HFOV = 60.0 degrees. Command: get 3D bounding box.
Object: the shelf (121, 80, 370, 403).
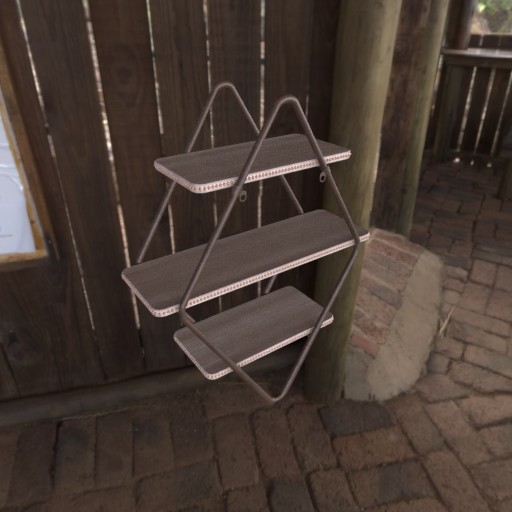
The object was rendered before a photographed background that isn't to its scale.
[{"bbox_3d":[0.000,0.000,1.071,0.609,0.774,0.234,-19,34,-30],"label":"shelf"}]
